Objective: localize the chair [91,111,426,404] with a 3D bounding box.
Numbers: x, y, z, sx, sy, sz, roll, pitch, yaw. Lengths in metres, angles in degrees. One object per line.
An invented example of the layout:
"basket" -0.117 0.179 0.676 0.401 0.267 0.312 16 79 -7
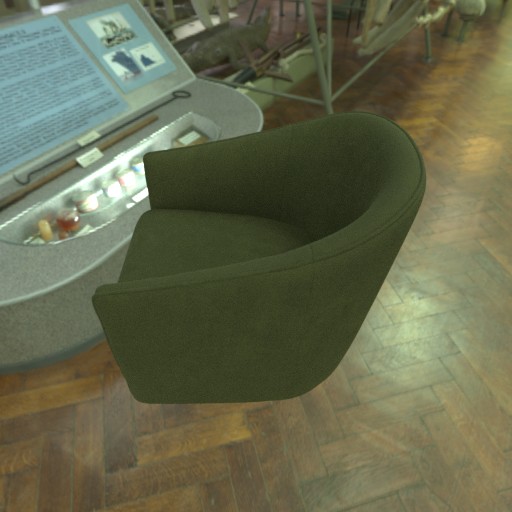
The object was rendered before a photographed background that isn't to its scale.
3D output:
"chair" 0.000 0.000 1.441 0.875 0.799 0.747 0 42 0
